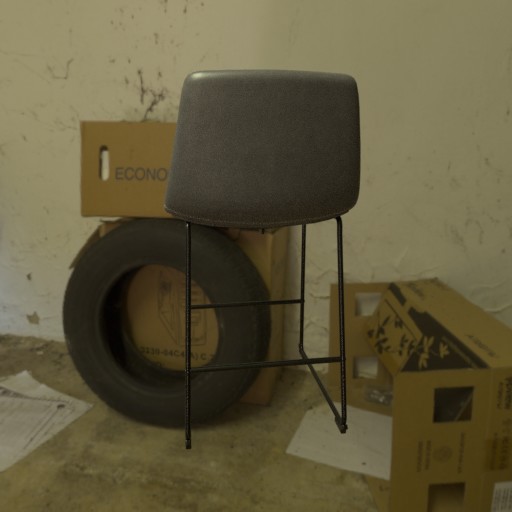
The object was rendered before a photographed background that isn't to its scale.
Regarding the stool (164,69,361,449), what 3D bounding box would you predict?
[{"bbox_3d":[0.000,0.000,1.204,0.470,0.876,0.546,-2,15,-8],"label":"stool"}]
